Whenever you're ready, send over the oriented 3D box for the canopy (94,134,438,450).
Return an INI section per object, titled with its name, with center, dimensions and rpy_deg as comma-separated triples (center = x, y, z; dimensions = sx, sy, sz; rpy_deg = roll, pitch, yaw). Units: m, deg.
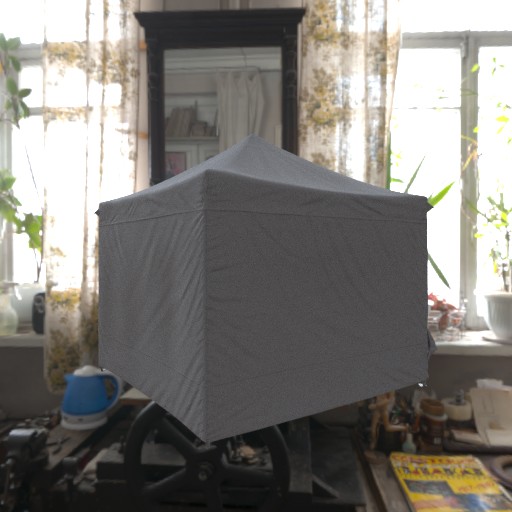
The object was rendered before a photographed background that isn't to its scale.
[canopy]
center = 0.000, 0.000, 5.509
dimensions = 3.121, 2.997, 3.043
rpy_deg = 0, 1, -35
